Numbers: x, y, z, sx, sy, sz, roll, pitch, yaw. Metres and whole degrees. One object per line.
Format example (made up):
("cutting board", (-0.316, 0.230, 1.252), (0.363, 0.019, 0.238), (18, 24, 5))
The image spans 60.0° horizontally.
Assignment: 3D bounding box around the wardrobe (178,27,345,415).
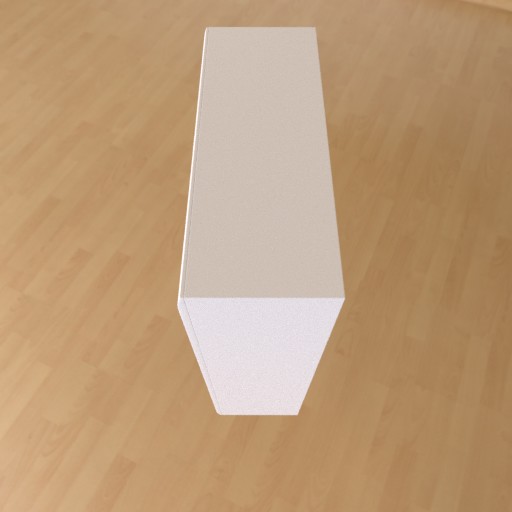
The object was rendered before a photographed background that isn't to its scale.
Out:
("wardrobe", (0.000, 0.000, 1.629), (0.360, 1.200, 0.900), (0, 60, 0))
